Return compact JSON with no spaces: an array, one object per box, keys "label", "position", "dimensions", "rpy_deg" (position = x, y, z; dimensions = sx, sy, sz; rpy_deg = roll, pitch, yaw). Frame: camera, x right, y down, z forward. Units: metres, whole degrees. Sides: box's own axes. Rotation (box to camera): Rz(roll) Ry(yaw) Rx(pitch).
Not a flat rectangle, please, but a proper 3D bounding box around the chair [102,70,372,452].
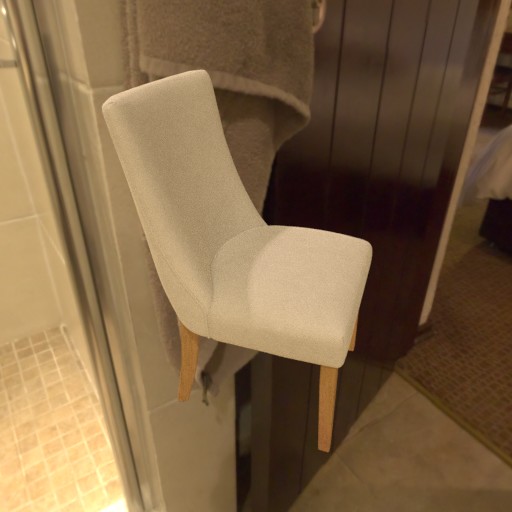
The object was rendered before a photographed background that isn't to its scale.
[{"label":"chair","position":[0.000,0.000,1.253],"dimensions":[0.610,0.902,0.495],"rpy_deg":[10,32,17]}]
